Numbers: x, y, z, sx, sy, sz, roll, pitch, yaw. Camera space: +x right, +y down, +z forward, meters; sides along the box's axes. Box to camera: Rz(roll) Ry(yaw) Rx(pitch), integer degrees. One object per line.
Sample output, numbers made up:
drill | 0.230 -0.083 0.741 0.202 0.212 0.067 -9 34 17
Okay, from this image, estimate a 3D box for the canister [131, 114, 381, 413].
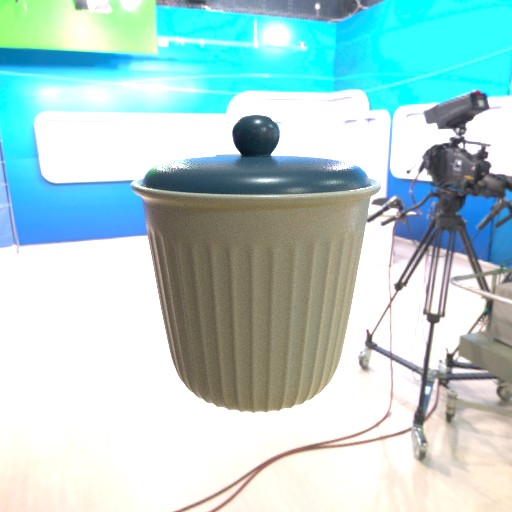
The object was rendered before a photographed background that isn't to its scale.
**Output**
canister | 0.000 0.000 0.346 0.181 0.211 0.181 0 15 0
